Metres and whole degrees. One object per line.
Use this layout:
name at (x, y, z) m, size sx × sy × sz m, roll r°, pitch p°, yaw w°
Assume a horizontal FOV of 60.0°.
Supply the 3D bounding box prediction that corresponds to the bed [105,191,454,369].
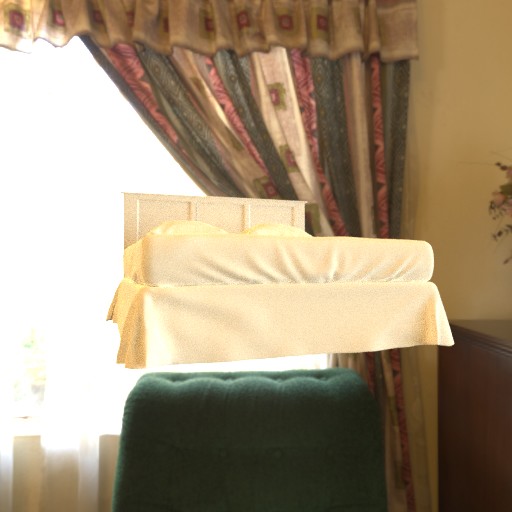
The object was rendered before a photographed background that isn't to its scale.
bed at (0.000, 0.000, 3.658) m, size 2.317 × 1.273 × 2.215 m, roll 0°, pitch -1°, yaw -20°
